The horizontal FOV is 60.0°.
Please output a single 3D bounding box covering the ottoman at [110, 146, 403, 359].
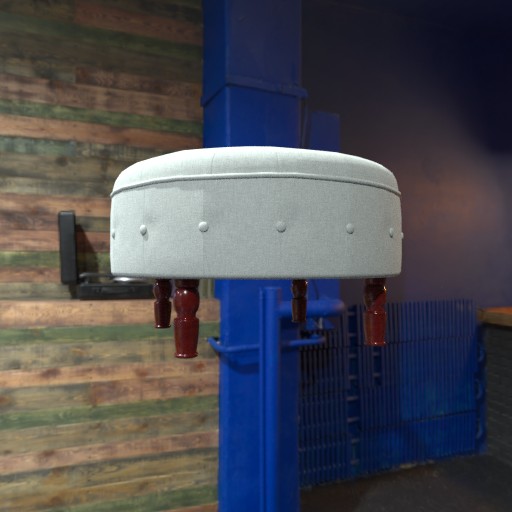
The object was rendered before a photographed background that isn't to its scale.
[{"bbox_3d":[0.000,0.000,1.357,0.850,0.483,0.850,0,-1,0],"label":"ottoman"}]
